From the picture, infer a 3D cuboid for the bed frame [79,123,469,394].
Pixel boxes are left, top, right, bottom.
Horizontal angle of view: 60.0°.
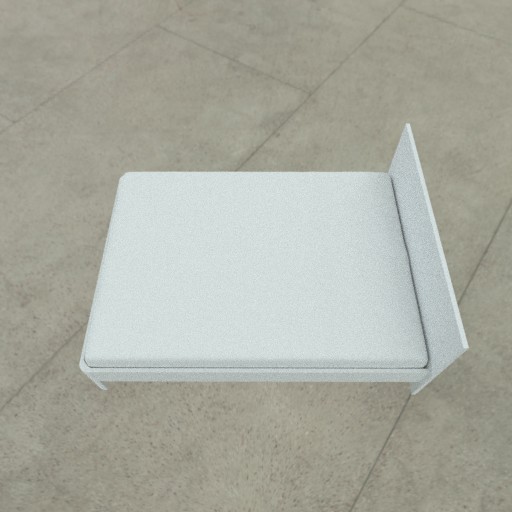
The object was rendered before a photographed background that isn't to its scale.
[{"bbox_3d":[0.000,0.000,2.762,1.950,0.800,1.490,0,58,0],"label":"bed frame"}]
